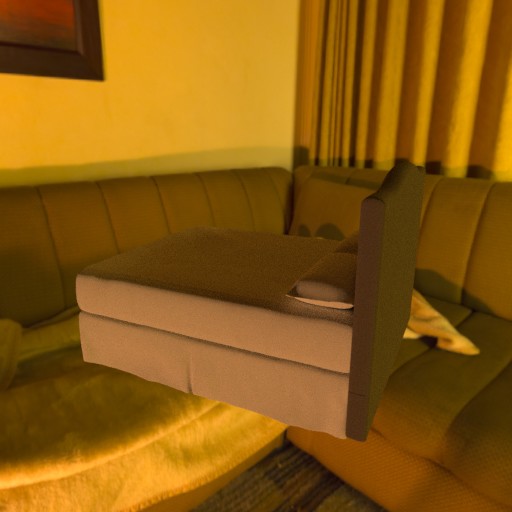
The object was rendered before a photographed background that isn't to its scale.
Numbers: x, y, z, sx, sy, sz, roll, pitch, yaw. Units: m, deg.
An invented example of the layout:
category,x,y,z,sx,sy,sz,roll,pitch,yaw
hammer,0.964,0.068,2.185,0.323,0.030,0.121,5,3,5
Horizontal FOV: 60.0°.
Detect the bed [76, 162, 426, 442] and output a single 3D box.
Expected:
category,x,y,z,sx,sy,sz,roll,pitch,yaw
bed,0.000,0.000,3.181,2.036,1.387,1.666,8,18,25
